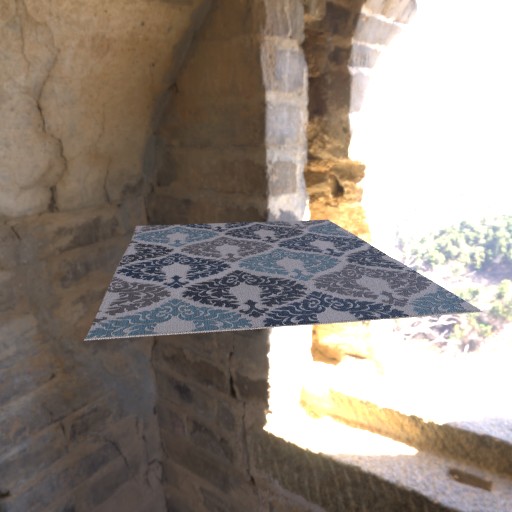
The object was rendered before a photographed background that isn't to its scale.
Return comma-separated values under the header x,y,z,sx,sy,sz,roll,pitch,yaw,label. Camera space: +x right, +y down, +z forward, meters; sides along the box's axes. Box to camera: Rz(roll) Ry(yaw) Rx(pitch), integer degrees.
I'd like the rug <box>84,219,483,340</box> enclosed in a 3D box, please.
x,y,z,sx,sy,sz,roll,pitch,yaw,label
0.000,0.000,4.050,2.423,0.014,3.040,-3,16,-9,rug
